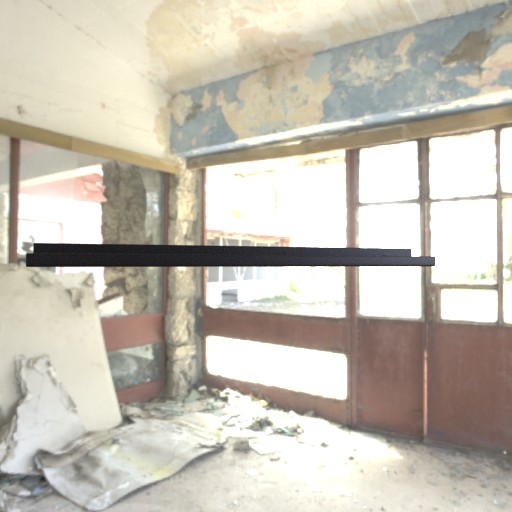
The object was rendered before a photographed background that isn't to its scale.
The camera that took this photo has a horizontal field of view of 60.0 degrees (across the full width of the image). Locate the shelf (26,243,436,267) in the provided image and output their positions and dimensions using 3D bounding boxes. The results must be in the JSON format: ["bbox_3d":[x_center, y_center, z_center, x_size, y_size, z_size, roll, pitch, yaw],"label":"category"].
[{"bbox_3d":[0.000,0.000,1.007,0.924,0.049,0.092,0,-1,-19],"label":"shelf"}]
